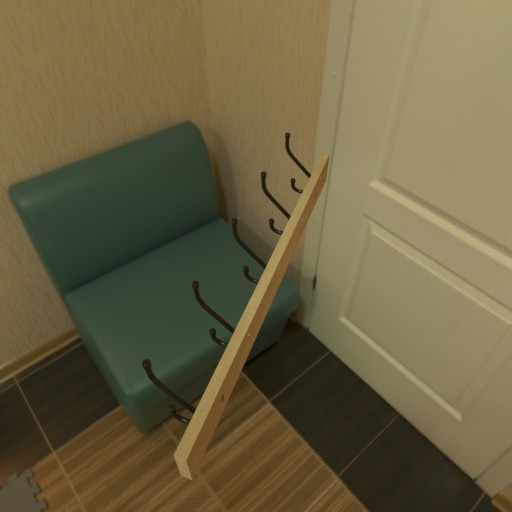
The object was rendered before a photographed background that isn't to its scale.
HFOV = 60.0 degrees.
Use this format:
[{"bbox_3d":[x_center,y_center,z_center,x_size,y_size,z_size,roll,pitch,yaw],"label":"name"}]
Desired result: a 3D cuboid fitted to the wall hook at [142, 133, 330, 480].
[{"bbox_3d":[0.000,0.000,0.629,0.071,0.117,0.571,15,48,14],"label":"wall hook"}]
